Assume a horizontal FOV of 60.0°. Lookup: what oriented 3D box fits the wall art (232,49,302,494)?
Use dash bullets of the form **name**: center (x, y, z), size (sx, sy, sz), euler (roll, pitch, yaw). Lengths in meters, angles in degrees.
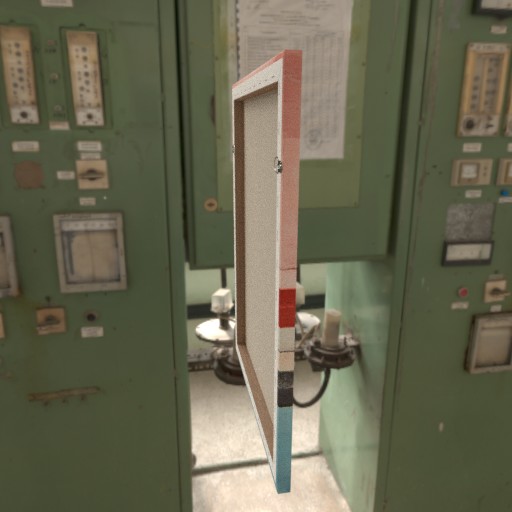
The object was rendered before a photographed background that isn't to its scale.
- **wall art**: center (0.000, 0.000, 1.324), size (0.039, 1.016, 0.761), euler (-3, 17, -10)
